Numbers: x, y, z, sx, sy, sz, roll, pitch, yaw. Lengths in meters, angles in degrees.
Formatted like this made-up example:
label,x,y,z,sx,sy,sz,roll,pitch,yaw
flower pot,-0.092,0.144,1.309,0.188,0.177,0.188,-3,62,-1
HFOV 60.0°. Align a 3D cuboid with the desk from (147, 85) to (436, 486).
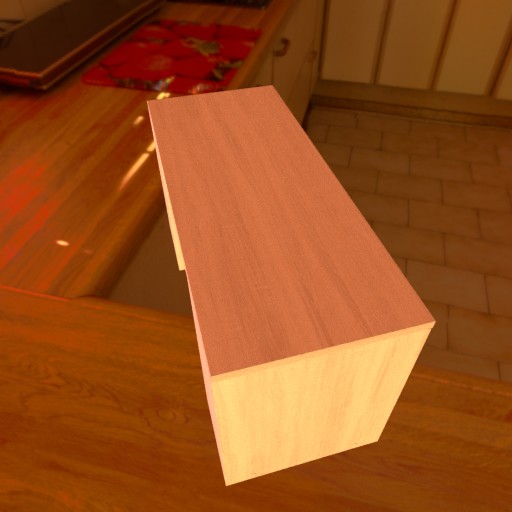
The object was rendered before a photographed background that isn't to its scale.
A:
label,x,y,z,sx,sy,sz,roll,pitch,yaw
desk,0.000,0.000,1.785,0.600,0.740,1.390,-11,46,-11
